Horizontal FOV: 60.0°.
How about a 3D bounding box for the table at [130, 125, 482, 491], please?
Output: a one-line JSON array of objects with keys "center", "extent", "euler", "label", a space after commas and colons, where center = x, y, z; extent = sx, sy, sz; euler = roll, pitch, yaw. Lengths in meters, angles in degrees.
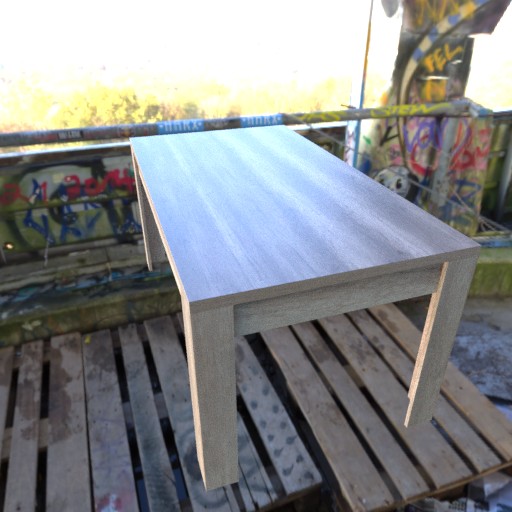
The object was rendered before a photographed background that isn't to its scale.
[{"center": [0.000, 0.000, 2.067], "extent": [0.900, 0.775, 1.600], "euler": [-10, 31, -16], "label": "table"}]
